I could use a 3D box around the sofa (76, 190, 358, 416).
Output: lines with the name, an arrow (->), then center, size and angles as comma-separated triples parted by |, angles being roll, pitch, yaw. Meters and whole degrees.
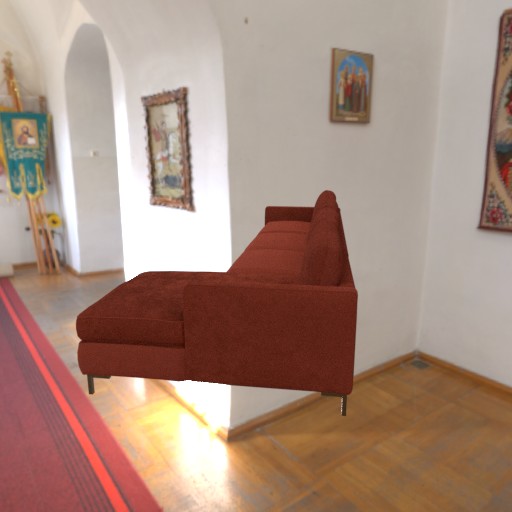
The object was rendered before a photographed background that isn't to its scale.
sofa -> 0.000, 0.000, 3.428 | 1.350, 0.810, 2.932 | 2, 14, 9
